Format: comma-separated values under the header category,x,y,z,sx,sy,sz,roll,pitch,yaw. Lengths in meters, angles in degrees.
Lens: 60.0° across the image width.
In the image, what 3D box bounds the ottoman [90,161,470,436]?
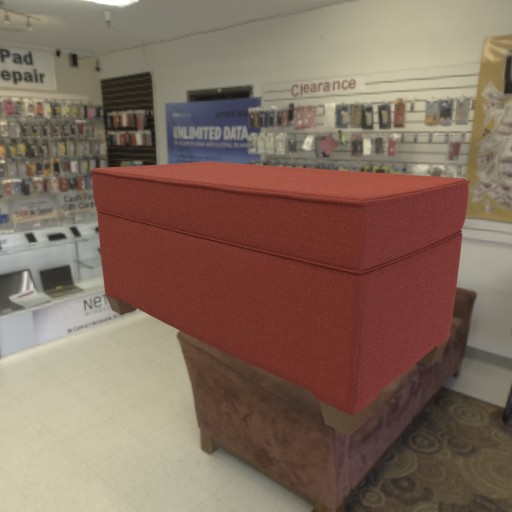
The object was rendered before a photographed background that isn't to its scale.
category,x,y,z,sx,sy,sz,roll,pitch,yaw
ottoman,0.000,0.000,1.223,0.948,0.454,0.497,14,21,42
